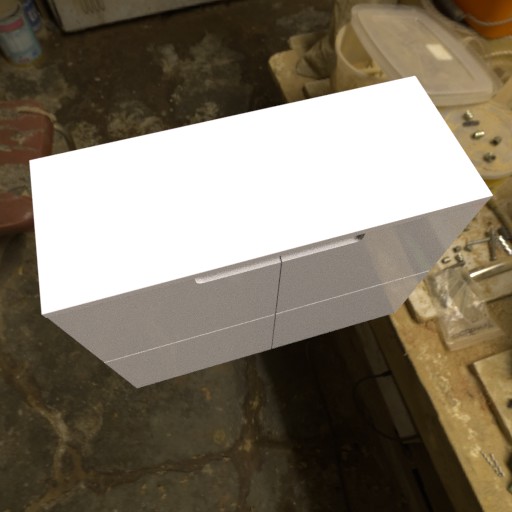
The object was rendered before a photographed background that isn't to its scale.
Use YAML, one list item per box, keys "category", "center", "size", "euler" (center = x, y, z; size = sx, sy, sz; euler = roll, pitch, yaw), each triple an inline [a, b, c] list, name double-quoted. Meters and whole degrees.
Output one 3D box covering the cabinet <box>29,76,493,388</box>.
- category: "cabinet"
  center: [0.000, 0.000, 1.381]
  size: [1.000, 0.800, 0.400]
  euler: [-15, 64, -7]
